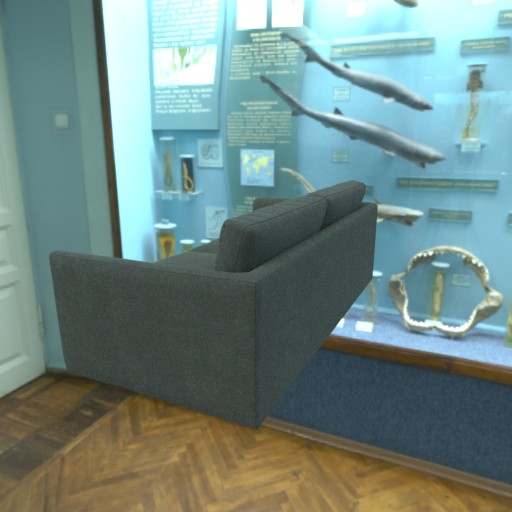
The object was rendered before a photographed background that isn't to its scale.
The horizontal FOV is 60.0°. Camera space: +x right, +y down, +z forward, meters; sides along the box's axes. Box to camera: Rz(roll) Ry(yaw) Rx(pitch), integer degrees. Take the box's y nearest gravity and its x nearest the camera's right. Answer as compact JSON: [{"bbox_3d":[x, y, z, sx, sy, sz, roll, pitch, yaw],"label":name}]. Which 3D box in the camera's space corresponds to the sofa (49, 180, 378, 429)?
[{"bbox_3d":[0.000,0.000,2.858,1.092,0.838,2.257,7,16,25],"label":"sofa"}]
